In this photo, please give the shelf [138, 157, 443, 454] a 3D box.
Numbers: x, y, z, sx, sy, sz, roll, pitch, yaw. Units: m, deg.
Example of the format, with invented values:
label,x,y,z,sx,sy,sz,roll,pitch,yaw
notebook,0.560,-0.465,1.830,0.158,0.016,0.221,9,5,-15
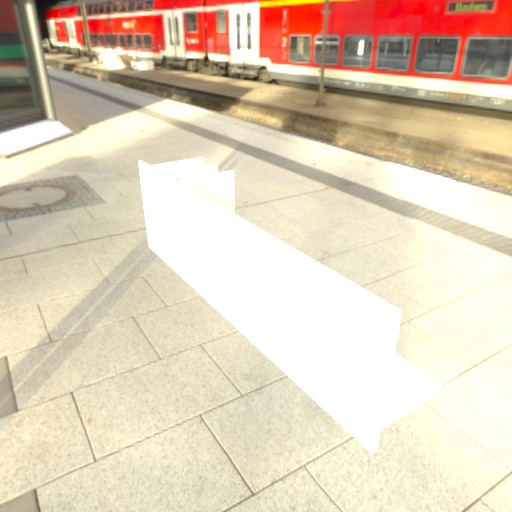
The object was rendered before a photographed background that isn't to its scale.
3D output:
label,x,y,z,sx,sy,sz,roll,pitch,yaw
shelf,0.000,0.000,1.140,0.200,0.300,1.020,-17,32,-30
